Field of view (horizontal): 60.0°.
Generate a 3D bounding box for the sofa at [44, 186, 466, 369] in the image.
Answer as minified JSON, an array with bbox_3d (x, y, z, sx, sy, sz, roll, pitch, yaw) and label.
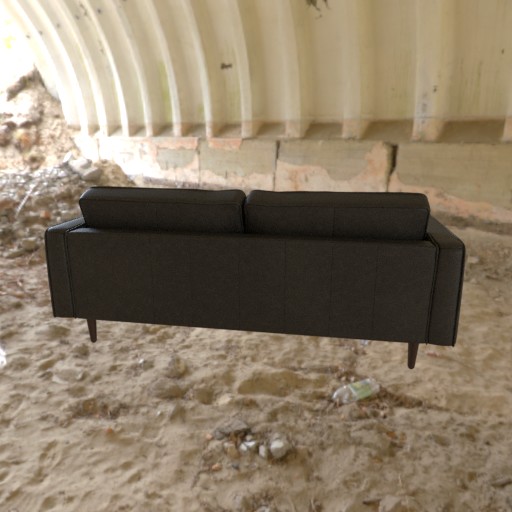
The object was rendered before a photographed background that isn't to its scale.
[{"bbox_3d":[0.000,0.000,2.363,1.879,0.770,0.921,3,15,9],"label":"sofa"}]
